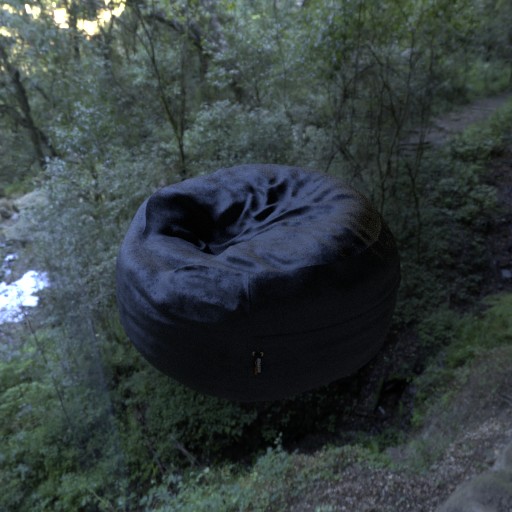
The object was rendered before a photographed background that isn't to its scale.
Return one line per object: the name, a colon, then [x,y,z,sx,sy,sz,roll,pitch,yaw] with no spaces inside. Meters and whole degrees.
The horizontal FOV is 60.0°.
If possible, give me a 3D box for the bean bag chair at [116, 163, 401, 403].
bean bag chair: [0.000,0.000,2.448,1.525,0.751,1.525,0,30,0]
